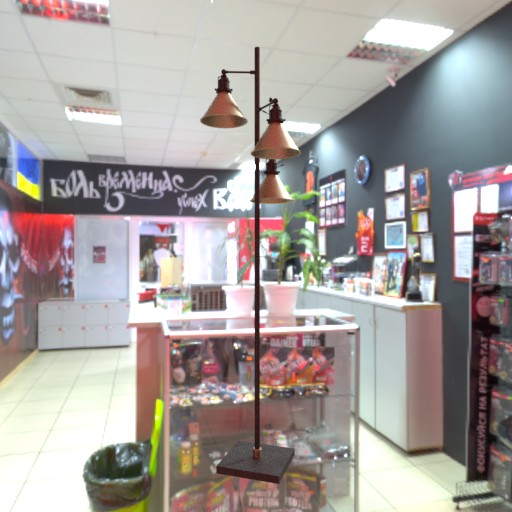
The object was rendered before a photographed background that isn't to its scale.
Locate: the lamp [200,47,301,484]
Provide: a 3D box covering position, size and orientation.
[{"bbox_3d":[0.000,0.000,1.853,0.428,1.716,0.415,0,0,18],"label":"lamp"}]
